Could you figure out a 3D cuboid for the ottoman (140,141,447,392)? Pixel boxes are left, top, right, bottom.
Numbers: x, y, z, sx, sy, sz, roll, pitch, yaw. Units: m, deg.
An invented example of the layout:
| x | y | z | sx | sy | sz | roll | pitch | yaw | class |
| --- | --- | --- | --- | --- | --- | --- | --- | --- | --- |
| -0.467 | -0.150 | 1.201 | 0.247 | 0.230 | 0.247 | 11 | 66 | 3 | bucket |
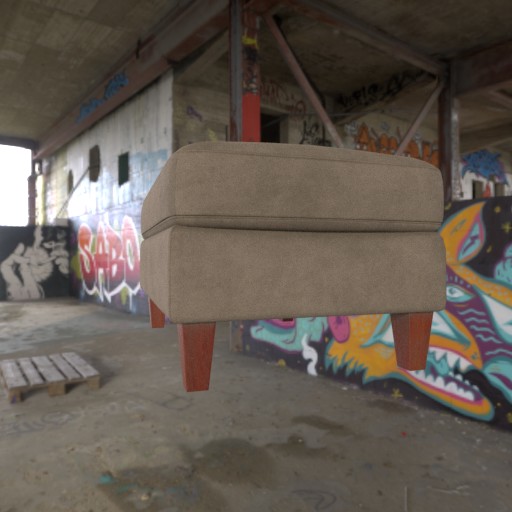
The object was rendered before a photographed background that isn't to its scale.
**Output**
| x | y | z | sx | sy | sz | roll | pitch | yaw | class |
| --- | --- | --- | --- | --- | --- | --- | --- | --- | --- |
| 0.000 | 0.000 | 1.230 | 0.584 | 0.483 | 0.864 | 0 | 0 | -18 | ottoman |
